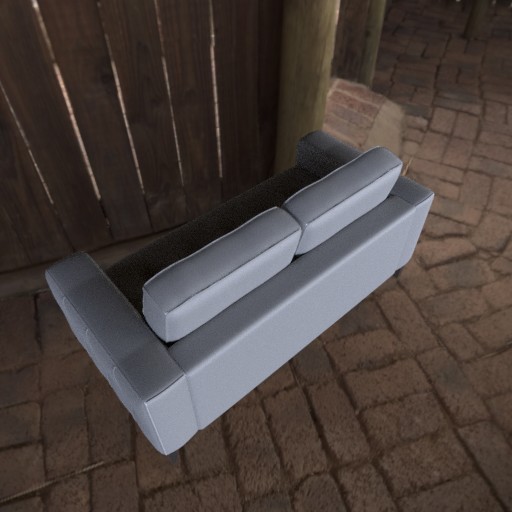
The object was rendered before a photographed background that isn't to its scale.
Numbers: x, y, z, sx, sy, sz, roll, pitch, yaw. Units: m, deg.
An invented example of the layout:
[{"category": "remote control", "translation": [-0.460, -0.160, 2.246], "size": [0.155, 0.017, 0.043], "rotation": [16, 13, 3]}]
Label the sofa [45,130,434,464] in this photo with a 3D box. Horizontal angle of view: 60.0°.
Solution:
[{"category": "sofa", "translation": [0.000, 0.000, 2.181], "size": [1.726, 0.892, 0.833], "rotation": [-33, 55, -27]}]
